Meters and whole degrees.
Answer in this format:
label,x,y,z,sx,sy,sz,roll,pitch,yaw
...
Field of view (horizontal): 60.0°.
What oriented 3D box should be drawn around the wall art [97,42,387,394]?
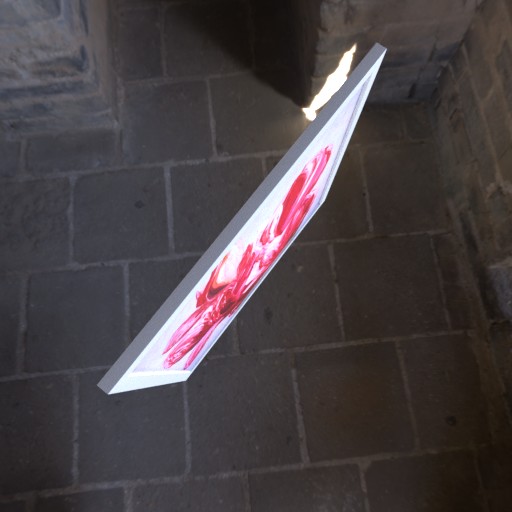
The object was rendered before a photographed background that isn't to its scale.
label,x,y,z,sx,sy,sz,roll,pitch,yaw
wall art,0.000,0.000,0.965,0.020,0.661,0.664,36,79,9
